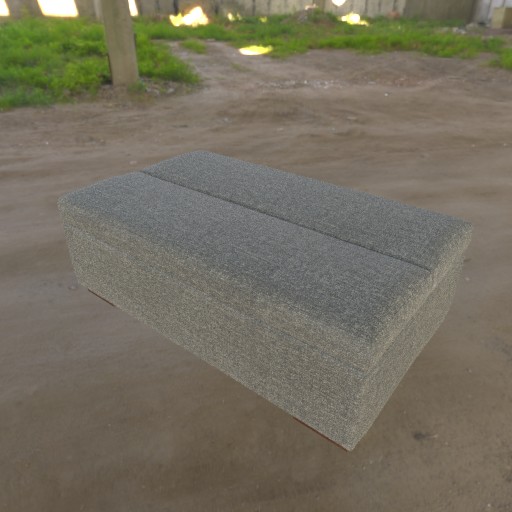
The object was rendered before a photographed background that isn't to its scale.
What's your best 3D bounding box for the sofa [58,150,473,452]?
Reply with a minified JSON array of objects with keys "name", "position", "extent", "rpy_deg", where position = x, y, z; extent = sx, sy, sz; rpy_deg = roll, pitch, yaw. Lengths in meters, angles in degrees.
[{"name":"sofa","position":[0.000,0.000,1.576],"extent":[1.198,0.417,0.782],"rpy_deg":[22,37,32]}]
